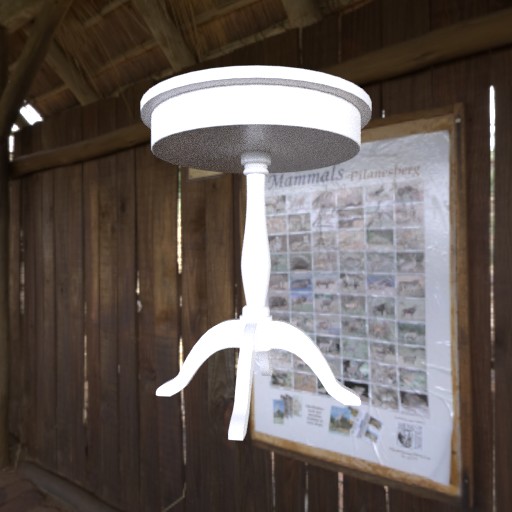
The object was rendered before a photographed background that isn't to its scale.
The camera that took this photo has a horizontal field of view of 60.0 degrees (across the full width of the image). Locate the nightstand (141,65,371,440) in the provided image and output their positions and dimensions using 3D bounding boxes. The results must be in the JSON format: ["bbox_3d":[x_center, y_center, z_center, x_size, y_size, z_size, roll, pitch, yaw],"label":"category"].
[{"bbox_3d":[0.000,0.000,1.015,0.513,0.653,0.513,0,0,18],"label":"nightstand"}]
